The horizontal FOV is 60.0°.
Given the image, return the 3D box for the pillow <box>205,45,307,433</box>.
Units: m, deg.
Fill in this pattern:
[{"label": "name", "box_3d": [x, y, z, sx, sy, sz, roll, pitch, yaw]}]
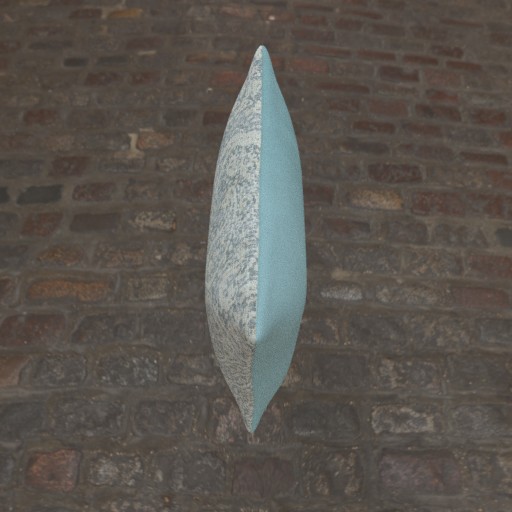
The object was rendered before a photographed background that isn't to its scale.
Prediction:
[{"label": "pillow", "box_3d": [0.000, 0.000, 0.816, 0.166, 0.507, 0.526, 1, 58, 1]}]
